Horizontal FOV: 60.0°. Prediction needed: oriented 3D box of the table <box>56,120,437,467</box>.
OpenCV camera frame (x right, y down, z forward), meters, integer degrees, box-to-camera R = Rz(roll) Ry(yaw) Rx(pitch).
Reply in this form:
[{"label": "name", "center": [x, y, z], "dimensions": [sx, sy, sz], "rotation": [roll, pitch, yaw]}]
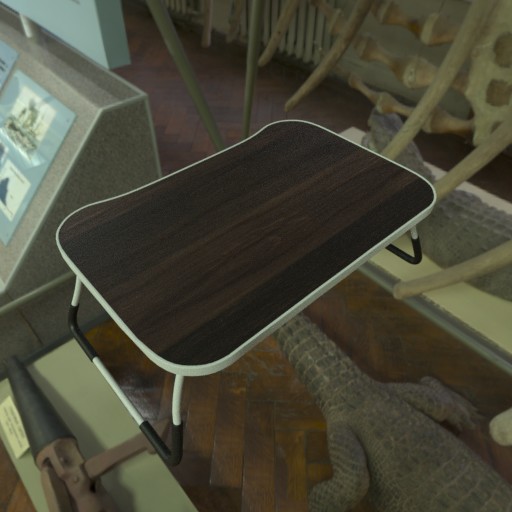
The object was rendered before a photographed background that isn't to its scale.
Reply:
[{"label": "table", "center": [0.000, 0.000, 0.841], "dimensions": [0.660, 0.232, 0.400], "rotation": [-32, 53, -29]}]
